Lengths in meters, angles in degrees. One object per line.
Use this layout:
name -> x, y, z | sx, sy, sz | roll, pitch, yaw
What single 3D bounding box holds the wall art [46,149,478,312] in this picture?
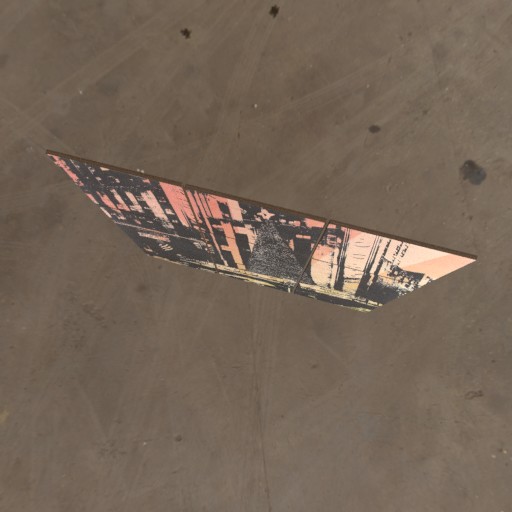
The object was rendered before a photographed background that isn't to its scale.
wall art -> 0.000, 0.000, 1.798 | 1.216, 1.216, 0.013 | 14, 77, 3
